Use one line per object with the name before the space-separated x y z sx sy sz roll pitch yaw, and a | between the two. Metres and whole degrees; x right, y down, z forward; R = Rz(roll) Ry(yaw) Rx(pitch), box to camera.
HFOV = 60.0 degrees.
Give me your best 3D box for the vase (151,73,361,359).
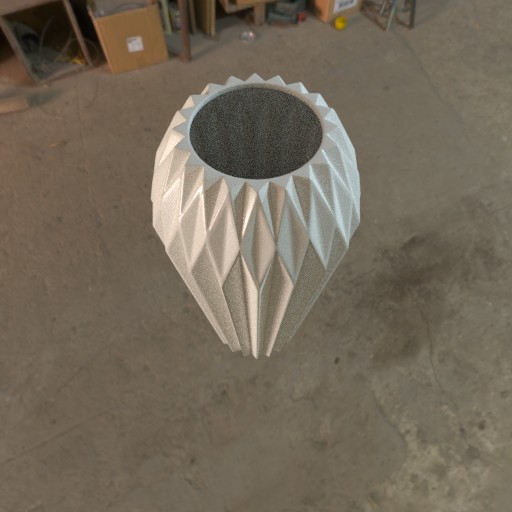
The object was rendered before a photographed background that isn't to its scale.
vase | 0.000 0.000 0.344 0.133 0.263 0.133 0 59 0
